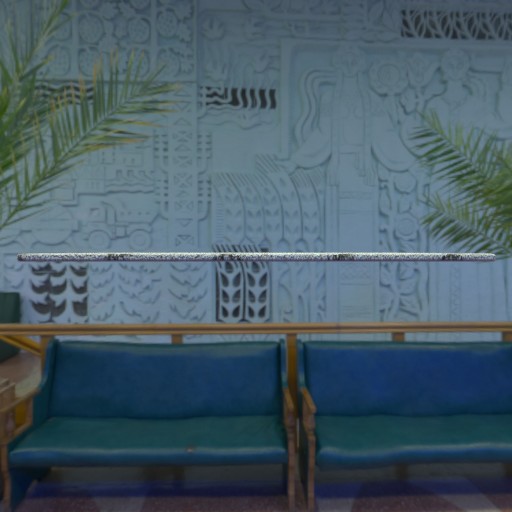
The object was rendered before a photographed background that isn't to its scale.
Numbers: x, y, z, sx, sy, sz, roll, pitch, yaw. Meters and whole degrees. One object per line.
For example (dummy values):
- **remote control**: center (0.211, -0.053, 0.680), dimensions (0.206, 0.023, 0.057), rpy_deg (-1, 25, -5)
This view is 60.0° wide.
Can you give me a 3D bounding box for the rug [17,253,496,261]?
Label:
- **rug**: center (0.000, 0.000, 2.241), dimensions (1.778, 0.030, 1.219), rpy_deg (0, 1, 0)
